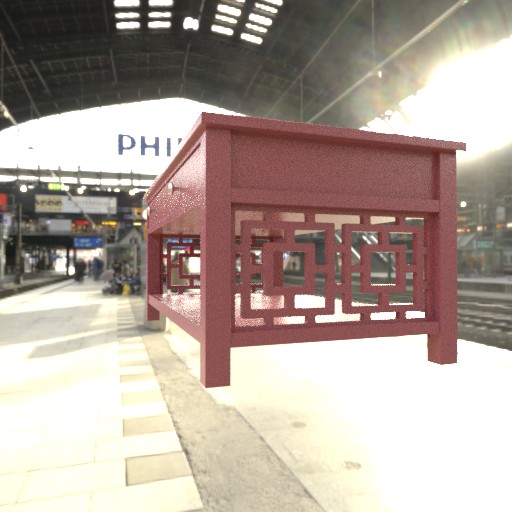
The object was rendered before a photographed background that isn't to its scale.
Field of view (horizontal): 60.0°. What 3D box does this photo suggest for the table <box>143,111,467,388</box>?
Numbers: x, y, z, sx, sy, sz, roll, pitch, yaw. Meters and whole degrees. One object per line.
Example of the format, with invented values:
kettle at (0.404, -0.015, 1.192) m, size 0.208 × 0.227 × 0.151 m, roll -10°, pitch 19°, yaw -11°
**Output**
table at (0.000, 0.000, 1.379) m, size 0.612 × 0.493 × 1.068 m, roll 0°, pitch -1°, yaw -20°
